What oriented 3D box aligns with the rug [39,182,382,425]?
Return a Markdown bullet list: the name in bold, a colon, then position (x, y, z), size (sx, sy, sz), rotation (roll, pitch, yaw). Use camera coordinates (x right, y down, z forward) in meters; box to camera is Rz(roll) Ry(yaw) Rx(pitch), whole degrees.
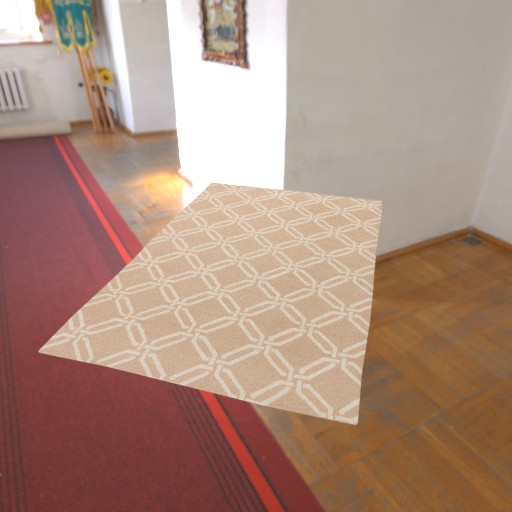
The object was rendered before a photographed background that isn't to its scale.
- **rug**: position (0.000, 0.000, 2.176), size (1.146, 0.010, 1.745), rotation (8, 32, 14)
